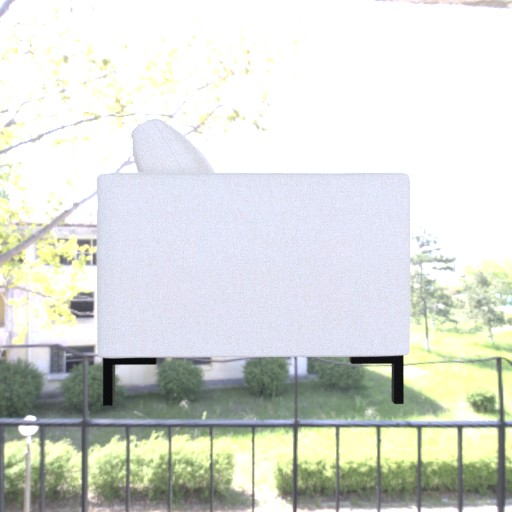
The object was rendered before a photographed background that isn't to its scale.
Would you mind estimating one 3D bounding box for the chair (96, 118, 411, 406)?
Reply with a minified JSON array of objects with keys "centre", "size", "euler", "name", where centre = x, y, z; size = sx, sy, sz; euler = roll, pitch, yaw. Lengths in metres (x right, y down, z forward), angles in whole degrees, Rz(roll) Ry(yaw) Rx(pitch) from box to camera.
[{"centre":[0.000,0.000,1.645],"size":[0.875,0.806,0.964],"euler":[0,0,-1],"name":"chair"}]
